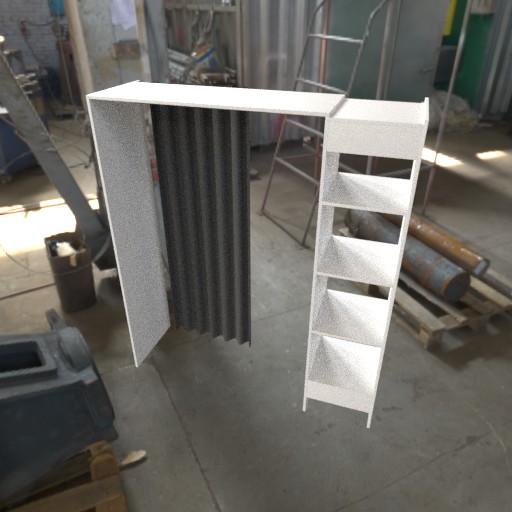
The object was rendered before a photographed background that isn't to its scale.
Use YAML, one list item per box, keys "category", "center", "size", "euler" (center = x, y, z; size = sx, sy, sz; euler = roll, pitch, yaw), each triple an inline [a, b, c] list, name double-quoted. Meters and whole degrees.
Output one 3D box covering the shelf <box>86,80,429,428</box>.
- category: "shelf"
  center: [0.000, 0.000, 2.617]
  size: [1.600, 1.810, 0.500]
  euler: [10, 32, 16]
